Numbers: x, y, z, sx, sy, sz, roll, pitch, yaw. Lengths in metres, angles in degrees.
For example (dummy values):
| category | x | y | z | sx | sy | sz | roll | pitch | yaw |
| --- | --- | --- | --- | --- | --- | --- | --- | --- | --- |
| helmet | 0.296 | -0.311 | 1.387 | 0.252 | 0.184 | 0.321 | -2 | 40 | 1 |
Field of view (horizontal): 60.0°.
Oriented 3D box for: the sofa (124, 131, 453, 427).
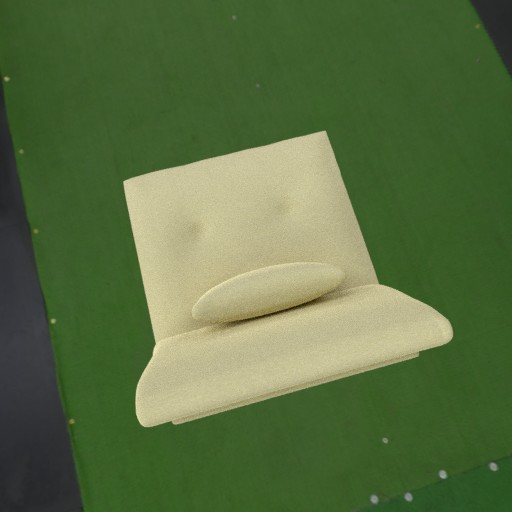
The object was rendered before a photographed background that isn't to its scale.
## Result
| category | x | y | z | sx | sy | sz | roll | pitch | yaw |
| --- | --- | --- | --- | --- | --- | --- | --- | --- | --- |
| sofa | 0.000 | 0.000 | 1.699 | 0.930 | 0.820 | 1.000 | -15 | 75 | -4 |
